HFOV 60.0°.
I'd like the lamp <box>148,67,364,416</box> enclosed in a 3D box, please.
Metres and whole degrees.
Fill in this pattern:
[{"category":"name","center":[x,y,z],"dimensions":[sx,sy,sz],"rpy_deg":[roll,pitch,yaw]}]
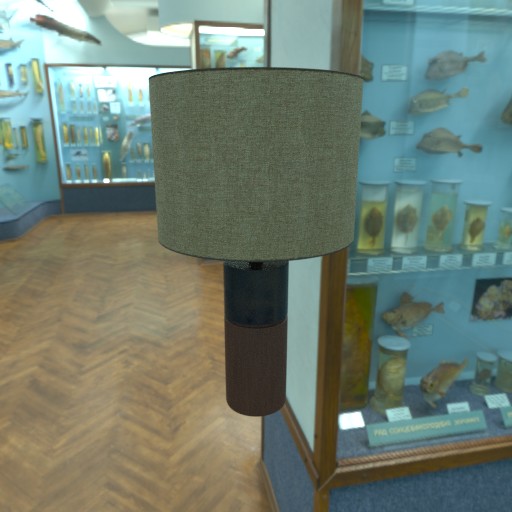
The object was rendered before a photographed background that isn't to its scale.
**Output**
[{"category":"lamp","center":[0.000,0.000,0.474],"dimensions":[0.202,0.350,0.202],"rpy_deg":[0,16,0]}]
